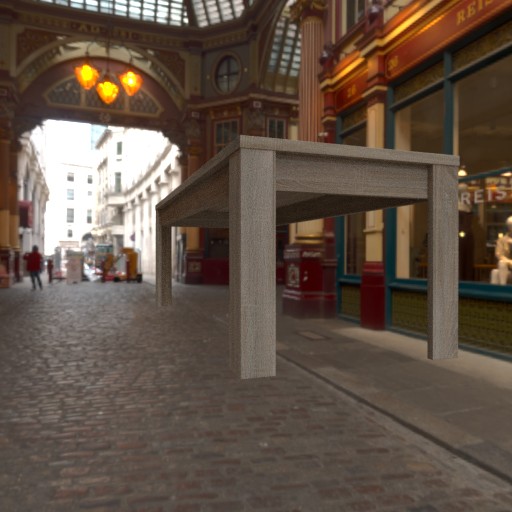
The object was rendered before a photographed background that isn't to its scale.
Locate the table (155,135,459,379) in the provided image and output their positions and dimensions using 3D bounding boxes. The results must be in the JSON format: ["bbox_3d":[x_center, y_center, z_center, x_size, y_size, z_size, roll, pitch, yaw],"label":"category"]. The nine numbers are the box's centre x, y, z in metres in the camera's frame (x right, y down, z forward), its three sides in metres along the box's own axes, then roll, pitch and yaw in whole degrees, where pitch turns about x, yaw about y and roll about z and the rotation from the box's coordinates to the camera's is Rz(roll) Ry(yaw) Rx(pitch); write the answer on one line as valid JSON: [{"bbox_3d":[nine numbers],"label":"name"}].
[{"bbox_3d":[0.000,0.000,2.617,0.900,0.790,2.200,0,0,-20],"label":"table"}]
